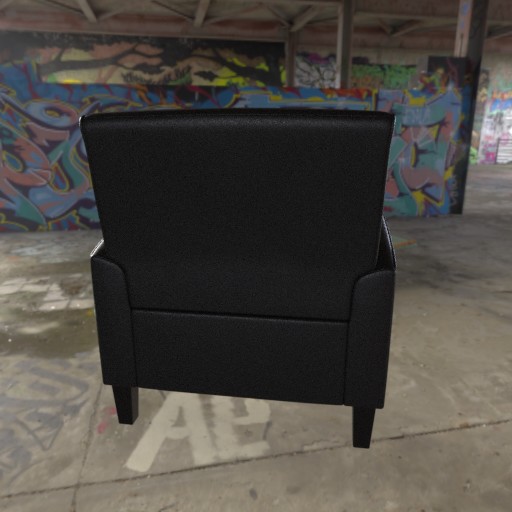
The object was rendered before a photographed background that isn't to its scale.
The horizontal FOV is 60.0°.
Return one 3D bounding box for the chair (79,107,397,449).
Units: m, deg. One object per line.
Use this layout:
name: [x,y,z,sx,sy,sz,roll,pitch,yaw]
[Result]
chair: [0.000,0.000,1.501,0.820,0.916,0.819,2,16,8]
